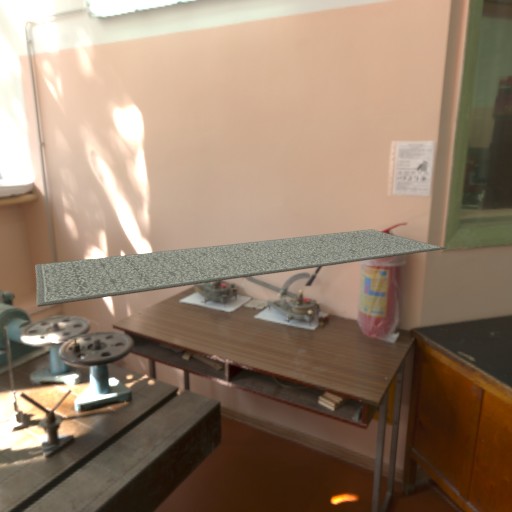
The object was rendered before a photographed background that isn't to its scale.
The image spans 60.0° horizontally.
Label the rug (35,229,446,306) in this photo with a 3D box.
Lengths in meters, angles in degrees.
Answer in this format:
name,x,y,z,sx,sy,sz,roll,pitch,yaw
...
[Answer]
name,x,y,z,sx,sy,sz,roll,pitch,yaw
rug,0.000,0.000,2.454,2.196,0.011,0.662,-7,16,-25
